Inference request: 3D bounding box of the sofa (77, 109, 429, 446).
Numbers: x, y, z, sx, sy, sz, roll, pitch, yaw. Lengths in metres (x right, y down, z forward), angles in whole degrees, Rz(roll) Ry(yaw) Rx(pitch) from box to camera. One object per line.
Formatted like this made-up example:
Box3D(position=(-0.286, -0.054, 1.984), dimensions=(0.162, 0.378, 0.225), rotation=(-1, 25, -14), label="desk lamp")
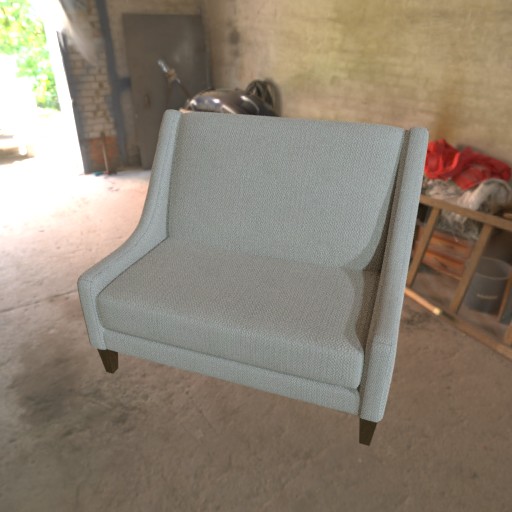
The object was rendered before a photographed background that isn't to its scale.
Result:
Box3D(position=(0.000, 0.000, 1.898), dimensions=(1.242, 1.022, 0.870), rotation=(10, 30, 17), label="sofa")
